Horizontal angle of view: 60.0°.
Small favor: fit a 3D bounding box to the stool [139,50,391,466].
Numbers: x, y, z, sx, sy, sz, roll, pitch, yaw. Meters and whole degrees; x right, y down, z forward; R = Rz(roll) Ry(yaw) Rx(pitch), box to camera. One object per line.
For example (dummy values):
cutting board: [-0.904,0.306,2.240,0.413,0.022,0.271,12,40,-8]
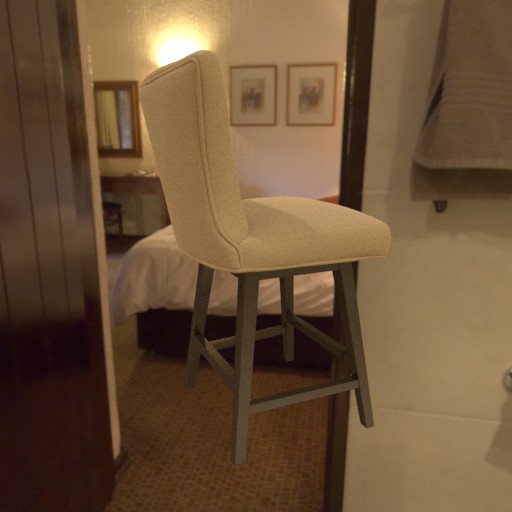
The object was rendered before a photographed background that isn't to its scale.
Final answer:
stool: [0.000,0.000,1.298,0.574,1.000,0.514,-7,16,-25]
